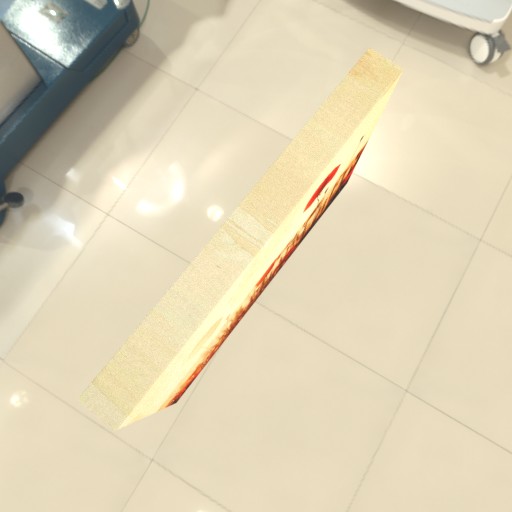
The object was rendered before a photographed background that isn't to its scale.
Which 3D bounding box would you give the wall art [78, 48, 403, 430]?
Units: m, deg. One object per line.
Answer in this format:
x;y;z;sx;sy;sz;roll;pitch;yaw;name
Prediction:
0.000;0.000;0.482;0.037;0.251;0.383;37;79;9;wall art
